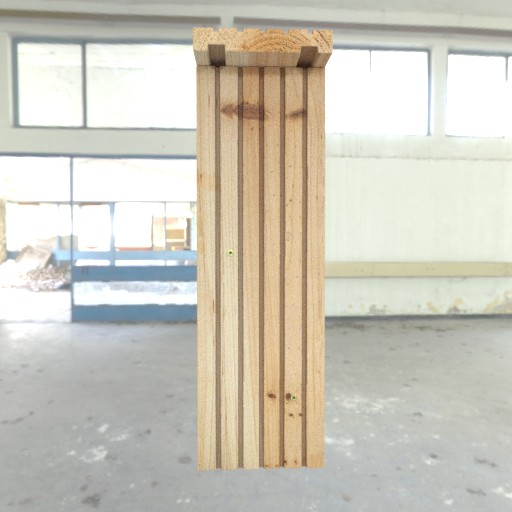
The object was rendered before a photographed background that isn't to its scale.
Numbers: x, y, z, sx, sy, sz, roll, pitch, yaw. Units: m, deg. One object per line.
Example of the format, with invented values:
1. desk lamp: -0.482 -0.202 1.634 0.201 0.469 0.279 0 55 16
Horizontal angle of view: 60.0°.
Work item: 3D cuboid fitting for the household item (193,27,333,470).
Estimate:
1. household item: 0.000 0.000 0.543 0.123 0.407 0.301 0 2 -2
